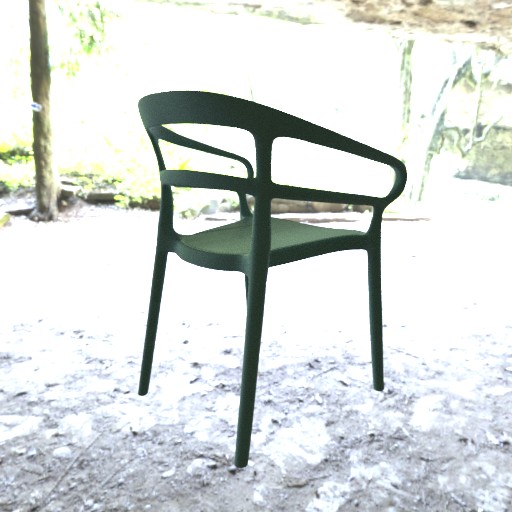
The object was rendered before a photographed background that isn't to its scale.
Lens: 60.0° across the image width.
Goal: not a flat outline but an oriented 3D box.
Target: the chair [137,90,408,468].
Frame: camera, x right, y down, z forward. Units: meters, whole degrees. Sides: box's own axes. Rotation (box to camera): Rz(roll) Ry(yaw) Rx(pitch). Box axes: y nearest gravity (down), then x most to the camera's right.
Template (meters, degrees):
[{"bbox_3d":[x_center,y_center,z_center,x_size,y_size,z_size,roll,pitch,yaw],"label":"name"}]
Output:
[{"bbox_3d":[0.000,0.000,1.143,0.559,0.761,0.527,14,20,43],"label":"chair"}]
